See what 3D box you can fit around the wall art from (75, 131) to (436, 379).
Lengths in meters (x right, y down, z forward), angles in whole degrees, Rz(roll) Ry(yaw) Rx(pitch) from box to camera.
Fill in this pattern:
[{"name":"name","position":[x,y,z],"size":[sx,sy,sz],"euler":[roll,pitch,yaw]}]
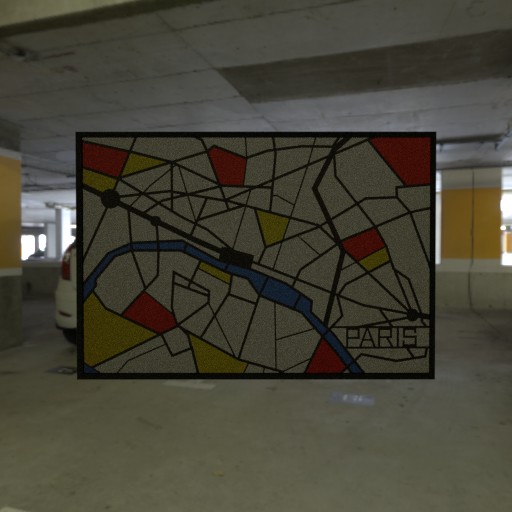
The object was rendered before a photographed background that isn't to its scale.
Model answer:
[{"name":"wall art","position":[0.000,0.000,0.825],"size":[0.664,0.458,0.013],"euler":[0,1,0]}]
